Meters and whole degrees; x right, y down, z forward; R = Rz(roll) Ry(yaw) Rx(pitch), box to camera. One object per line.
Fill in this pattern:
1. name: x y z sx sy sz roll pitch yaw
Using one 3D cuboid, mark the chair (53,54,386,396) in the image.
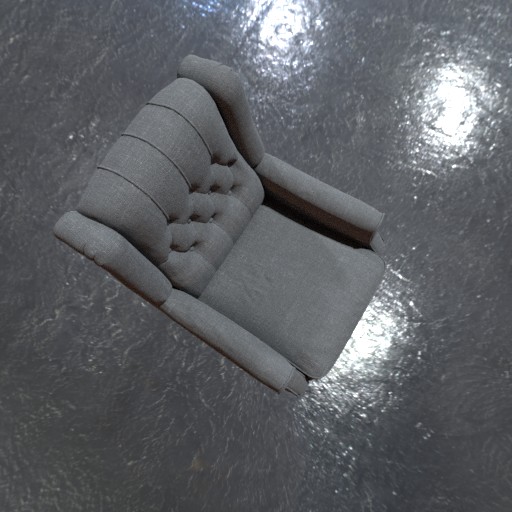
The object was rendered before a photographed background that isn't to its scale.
1. chair: 0.000 0.000 1.624 0.898 1.035 0.742 31 77 8
